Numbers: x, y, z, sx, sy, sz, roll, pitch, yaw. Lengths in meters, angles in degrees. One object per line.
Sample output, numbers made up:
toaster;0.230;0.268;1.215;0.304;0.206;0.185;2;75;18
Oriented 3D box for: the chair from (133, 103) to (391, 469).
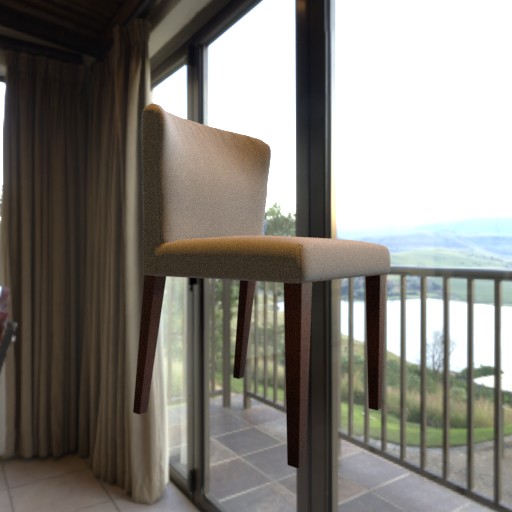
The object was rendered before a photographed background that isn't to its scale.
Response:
chair;0.000;0.000;1.210;0.592;0.839;0.491;0;1;37
